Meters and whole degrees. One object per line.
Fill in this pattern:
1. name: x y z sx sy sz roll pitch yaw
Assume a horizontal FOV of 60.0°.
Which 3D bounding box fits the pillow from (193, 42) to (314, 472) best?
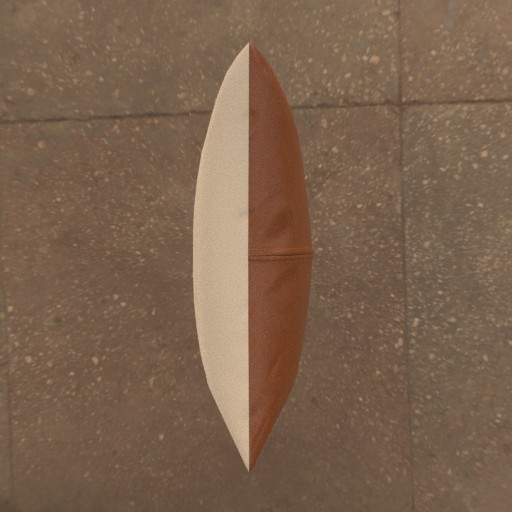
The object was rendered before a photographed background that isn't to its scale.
1. pillow: 0.000 0.000 0.749 0.192 0.477 0.501 0 91 0
